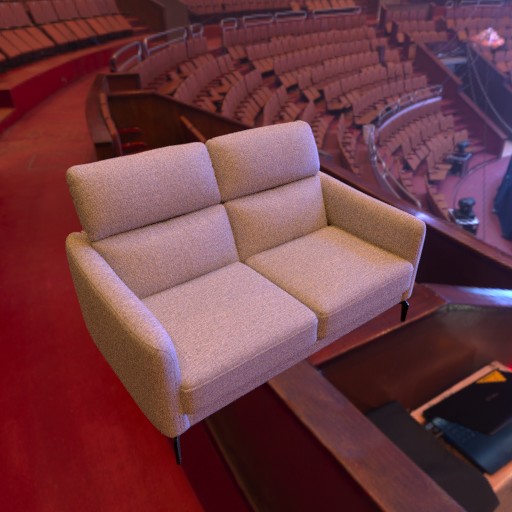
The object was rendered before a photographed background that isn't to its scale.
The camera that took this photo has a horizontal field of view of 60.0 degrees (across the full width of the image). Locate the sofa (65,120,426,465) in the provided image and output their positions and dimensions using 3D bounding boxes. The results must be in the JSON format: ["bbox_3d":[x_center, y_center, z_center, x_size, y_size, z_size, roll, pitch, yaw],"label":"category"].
[{"bbox_3d":[0.000,0.000,2.109,1.540,0.950,0.905,-22,37,-32],"label":"sofa"}]
